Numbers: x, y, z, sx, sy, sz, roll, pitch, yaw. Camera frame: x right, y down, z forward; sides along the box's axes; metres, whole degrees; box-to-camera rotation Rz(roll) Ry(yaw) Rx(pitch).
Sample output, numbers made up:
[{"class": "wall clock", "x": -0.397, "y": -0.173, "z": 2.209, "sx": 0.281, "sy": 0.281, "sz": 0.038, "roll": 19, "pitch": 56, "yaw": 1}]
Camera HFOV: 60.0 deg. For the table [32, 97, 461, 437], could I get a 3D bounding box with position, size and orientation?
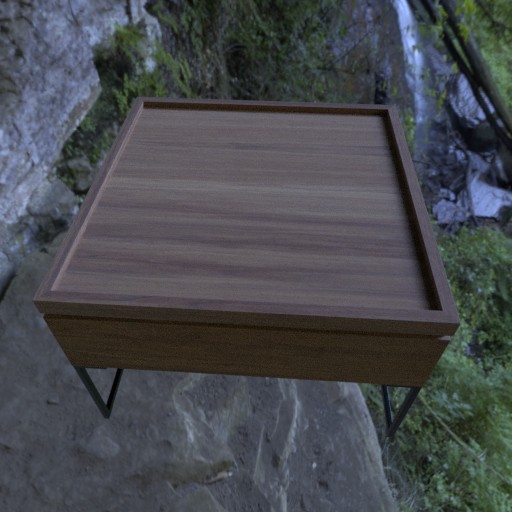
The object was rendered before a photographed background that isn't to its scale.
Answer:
[{"class": "table", "x": 0.000, "y": 0.000, "z": 1.096, "sx": 0.679, "sy": 0.464, "sz": 0.676, "roll": 3, "pitch": 47, "yaw": 3}]
